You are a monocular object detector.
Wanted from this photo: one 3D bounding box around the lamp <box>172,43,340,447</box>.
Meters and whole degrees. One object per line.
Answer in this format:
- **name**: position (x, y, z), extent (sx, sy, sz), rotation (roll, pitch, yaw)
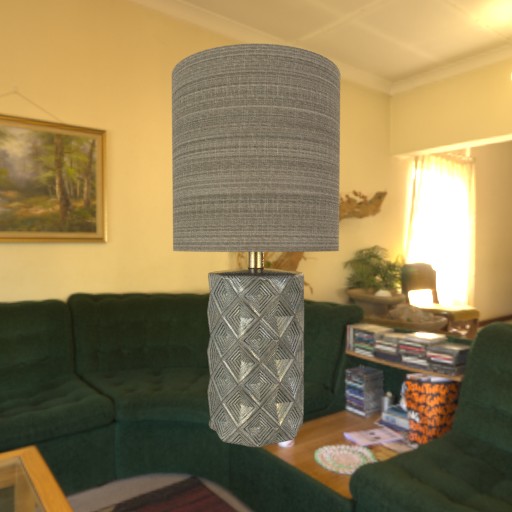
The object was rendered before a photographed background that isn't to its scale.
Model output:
- **lamp**: position (0.000, 0.000, 0.724), extent (0.269, 0.566, 0.268), rotation (1, 2, 35)
